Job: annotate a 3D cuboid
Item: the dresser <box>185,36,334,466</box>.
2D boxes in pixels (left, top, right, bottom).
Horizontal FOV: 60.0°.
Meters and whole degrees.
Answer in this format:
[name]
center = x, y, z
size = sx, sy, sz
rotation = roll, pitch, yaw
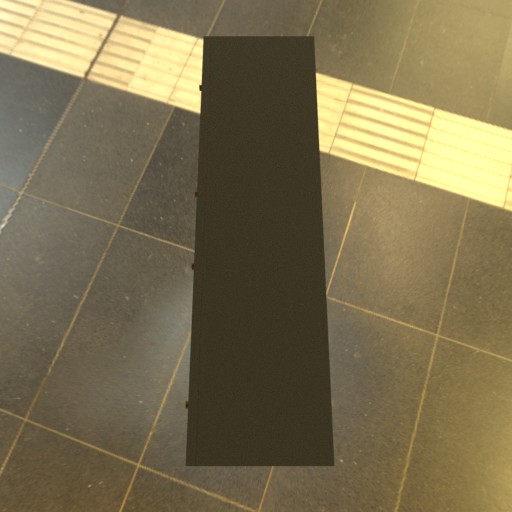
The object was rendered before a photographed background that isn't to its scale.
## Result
[dresser]
center = 0.000, 0.000, 1.950
size = 0.463, 0.872, 1.558
rotation = 0, 73, 0
